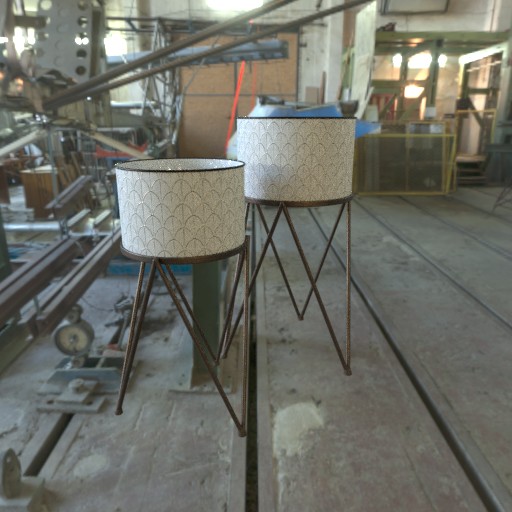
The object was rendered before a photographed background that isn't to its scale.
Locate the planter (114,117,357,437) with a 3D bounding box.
[{"bbox_3d":[0.000,0.000,1.188,0.413,0.712,0.769,16,23,42],"label":"planter"}]
